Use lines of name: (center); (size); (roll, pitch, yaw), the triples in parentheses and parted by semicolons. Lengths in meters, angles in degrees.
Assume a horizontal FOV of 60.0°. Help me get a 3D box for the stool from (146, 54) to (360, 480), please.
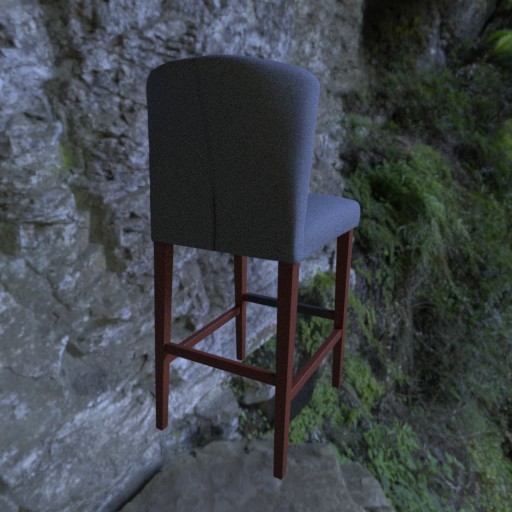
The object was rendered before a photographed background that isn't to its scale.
stool: (0.000, 0.000, 1.359); (0.481, 1.069, 0.568); (9, 19, 27)
